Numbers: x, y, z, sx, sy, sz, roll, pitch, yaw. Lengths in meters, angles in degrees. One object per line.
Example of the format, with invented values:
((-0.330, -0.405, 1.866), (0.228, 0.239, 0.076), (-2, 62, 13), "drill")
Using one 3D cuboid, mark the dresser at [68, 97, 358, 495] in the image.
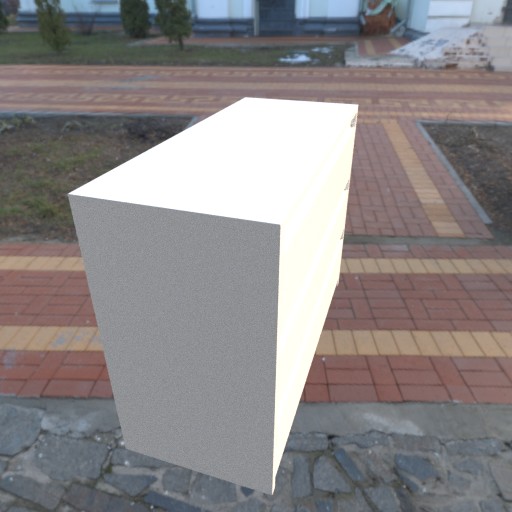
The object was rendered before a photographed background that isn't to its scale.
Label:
((0.000, 0.000, 1.516), (0.460, 0.820, 1.100), (10, 31, 16), "dresser")
